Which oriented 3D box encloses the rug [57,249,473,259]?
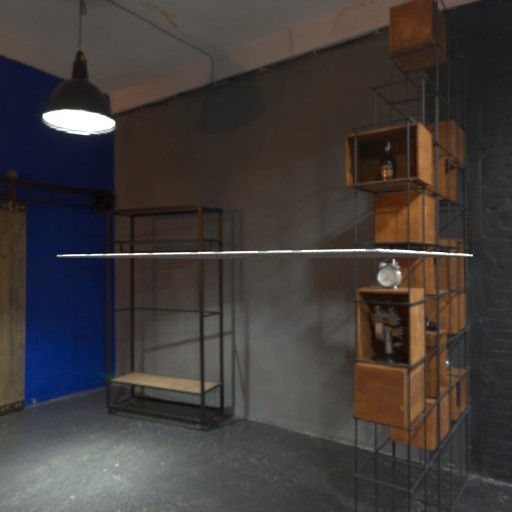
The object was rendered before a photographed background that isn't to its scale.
[{"bbox_3d":[0.000,0.000,2.980,2.365,0.017,1.521,-1,-1,38],"label":"rug"}]
